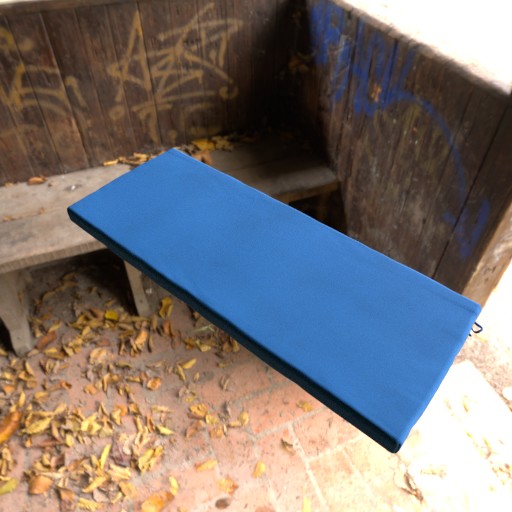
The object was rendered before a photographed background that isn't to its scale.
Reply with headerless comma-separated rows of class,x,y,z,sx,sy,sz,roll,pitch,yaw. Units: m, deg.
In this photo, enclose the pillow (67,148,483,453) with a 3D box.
pillow,0.000,0.000,1.271,1.187,0.081,0.492,31,53,27
